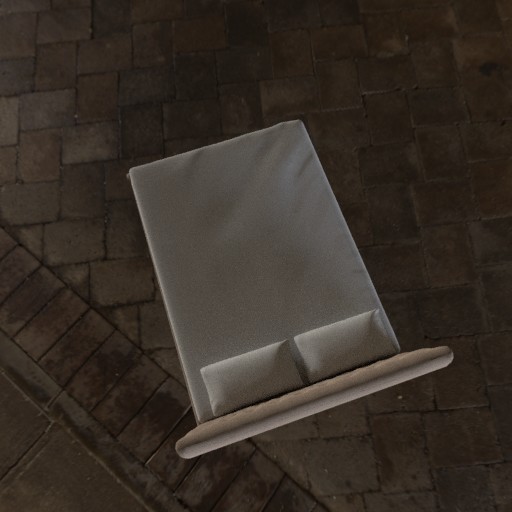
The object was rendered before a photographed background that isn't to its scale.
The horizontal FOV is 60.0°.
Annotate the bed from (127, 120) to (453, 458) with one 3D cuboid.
[{"bbox_3d":[0.000,0.000,3.500,1.698,1.427,2.387,-18,74,-5],"label":"bed"}]
